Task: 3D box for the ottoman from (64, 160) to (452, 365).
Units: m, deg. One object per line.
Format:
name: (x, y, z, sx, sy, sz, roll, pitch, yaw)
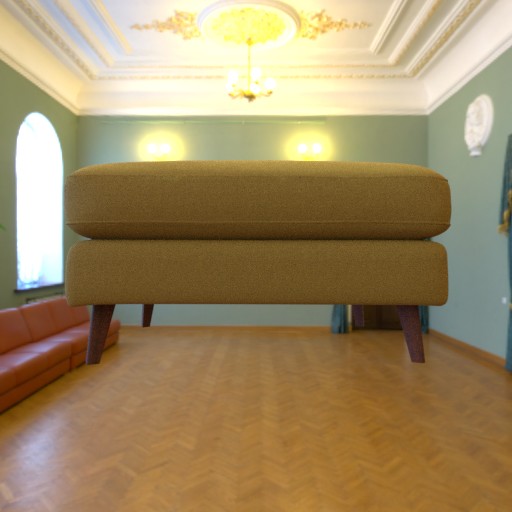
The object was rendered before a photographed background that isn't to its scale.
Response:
ottoman: (0.000, 0.000, 1.173, 0.811, 0.449, 0.608, 0, 0, -1)
